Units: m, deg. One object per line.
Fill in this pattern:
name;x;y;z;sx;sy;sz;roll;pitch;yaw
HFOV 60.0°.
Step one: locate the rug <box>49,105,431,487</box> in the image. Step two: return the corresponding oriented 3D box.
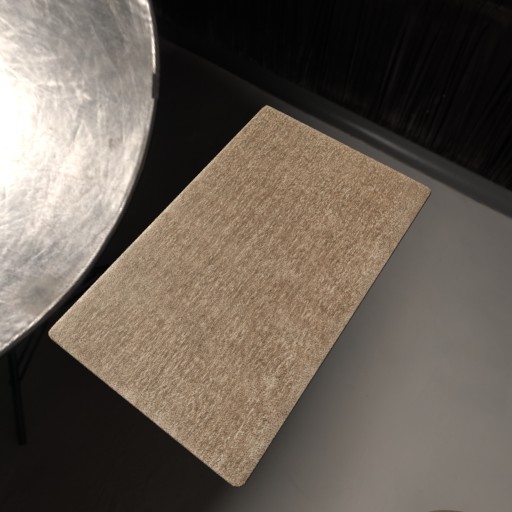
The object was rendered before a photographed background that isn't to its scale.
rug;0.000;0.000;3.086;1.539;0.024;2.469;32;67;16
